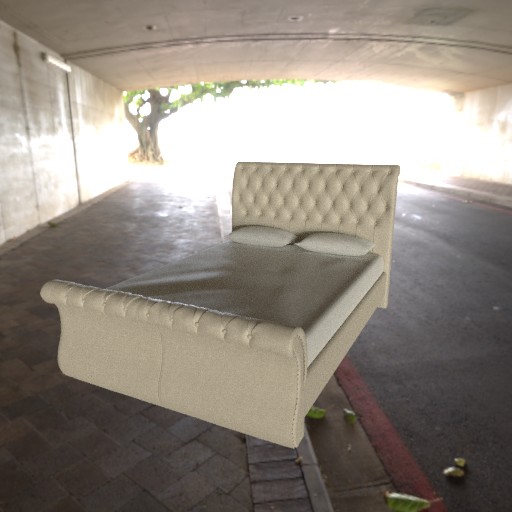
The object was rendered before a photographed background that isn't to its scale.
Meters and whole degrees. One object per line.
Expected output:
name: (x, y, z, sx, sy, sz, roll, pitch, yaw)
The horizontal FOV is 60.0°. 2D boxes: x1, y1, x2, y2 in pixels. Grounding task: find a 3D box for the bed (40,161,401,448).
bed: (0.000, 0.000, 3.314, 1.606, 1.268, 2.493, 7, 16, 26)
